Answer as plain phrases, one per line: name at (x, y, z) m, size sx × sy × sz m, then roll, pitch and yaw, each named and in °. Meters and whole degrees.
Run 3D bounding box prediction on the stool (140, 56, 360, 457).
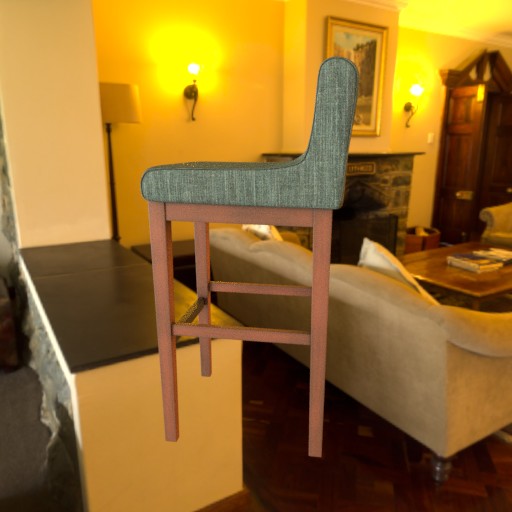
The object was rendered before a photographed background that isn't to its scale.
stool at (0.000, 0.000, 1.243) m, size 0.499 × 0.965 × 0.426 m, roll 2°, pitch 14°, yaw 9°
